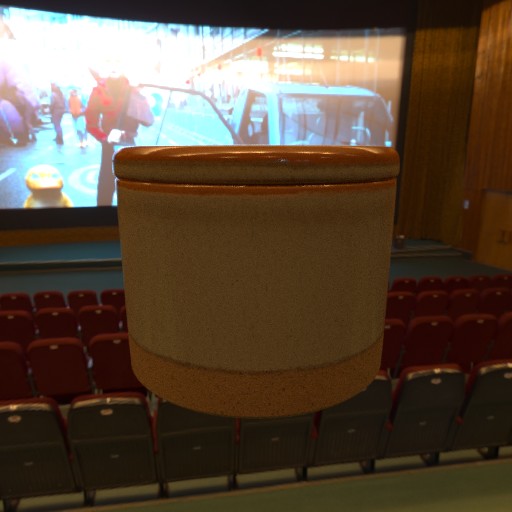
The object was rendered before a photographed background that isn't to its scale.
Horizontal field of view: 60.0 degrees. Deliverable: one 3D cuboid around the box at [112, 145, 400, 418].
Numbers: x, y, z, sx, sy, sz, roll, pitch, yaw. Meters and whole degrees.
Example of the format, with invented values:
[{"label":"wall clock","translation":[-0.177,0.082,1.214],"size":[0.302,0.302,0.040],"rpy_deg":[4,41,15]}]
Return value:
[{"label":"box","translation":[0.000,0.000,0.208],"size":[0.123,0.100,0.123],"rpy_deg":[0,13,0]}]
